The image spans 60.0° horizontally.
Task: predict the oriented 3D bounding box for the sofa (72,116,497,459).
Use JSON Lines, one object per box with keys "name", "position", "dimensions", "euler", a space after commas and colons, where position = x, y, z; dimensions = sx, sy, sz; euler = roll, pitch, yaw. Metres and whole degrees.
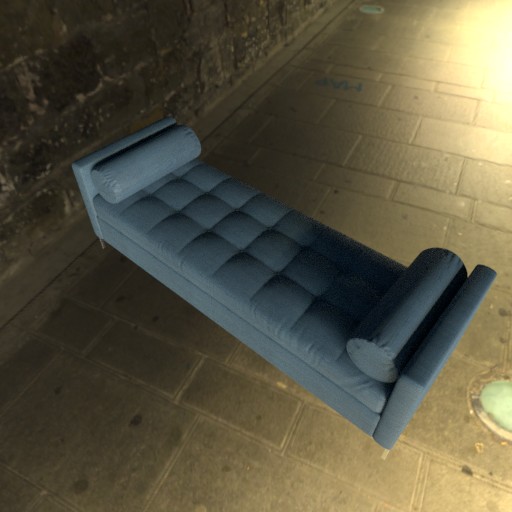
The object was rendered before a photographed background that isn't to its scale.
{"name": "sofa", "position": [0.000, 0.000, 2.255], "dimensions": [1.981, 0.635, 0.686], "euler": [31, 53, 27]}
